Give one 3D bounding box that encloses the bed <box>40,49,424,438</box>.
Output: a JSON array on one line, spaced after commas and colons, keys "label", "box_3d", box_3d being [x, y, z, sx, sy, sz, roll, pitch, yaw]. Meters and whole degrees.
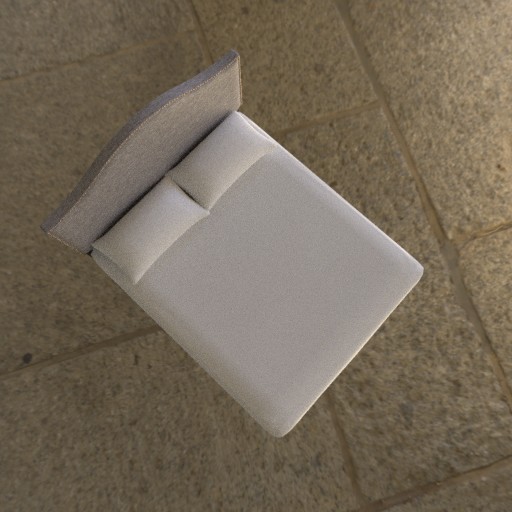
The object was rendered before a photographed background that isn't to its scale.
[{"label": "bed", "box_3d": [0.000, 0.000, 2.928, 1.870, 1.295, 1.610, 42, 81, 9]}]
